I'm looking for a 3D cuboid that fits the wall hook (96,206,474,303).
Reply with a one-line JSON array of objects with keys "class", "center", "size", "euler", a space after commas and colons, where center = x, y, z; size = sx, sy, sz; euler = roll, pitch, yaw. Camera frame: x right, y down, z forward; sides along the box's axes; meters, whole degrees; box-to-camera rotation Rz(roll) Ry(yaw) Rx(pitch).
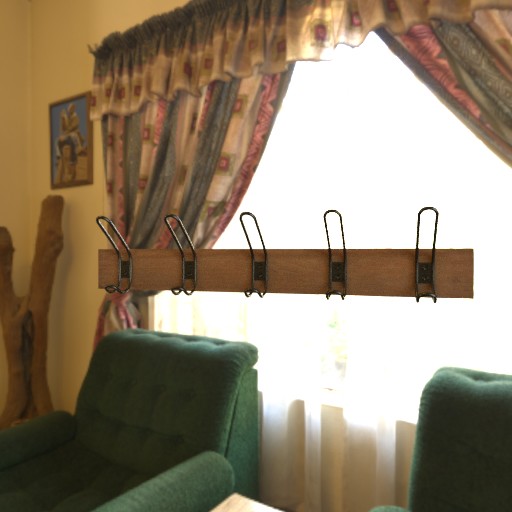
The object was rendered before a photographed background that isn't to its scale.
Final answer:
[{"class": "wall hook", "center": [0.000, 0.000, 0.610], "size": [0.554, 0.116, 0.076], "euler": [0, 0, 17]}]
